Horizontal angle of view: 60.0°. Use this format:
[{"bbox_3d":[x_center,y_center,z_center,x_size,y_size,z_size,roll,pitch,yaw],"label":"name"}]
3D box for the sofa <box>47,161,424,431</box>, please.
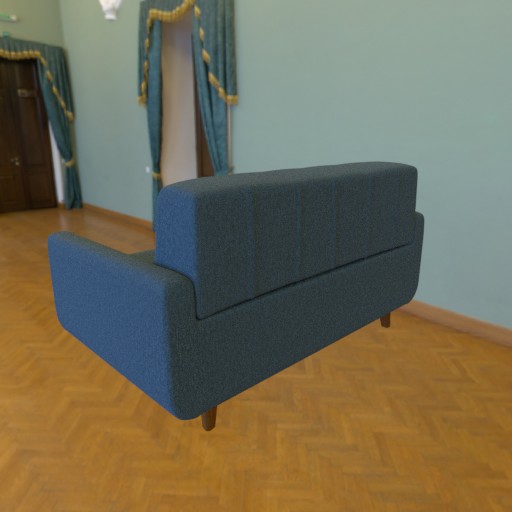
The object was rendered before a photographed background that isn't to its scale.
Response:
[{"bbox_3d":[0.000,0.000,2.191,1.651,0.896,0.942,-15,22,-42],"label":"sofa"}]
